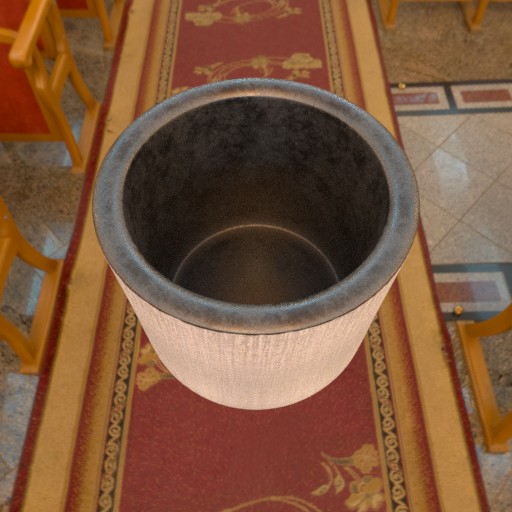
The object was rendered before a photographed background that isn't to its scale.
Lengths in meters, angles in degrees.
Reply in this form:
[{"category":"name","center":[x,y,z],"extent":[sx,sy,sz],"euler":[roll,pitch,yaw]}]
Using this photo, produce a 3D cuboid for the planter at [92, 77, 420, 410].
[{"category":"planter","center":[0.000,0.000,0.216],"extent":[0.125,0.112,0.125],"euler":[0,59,0]}]
